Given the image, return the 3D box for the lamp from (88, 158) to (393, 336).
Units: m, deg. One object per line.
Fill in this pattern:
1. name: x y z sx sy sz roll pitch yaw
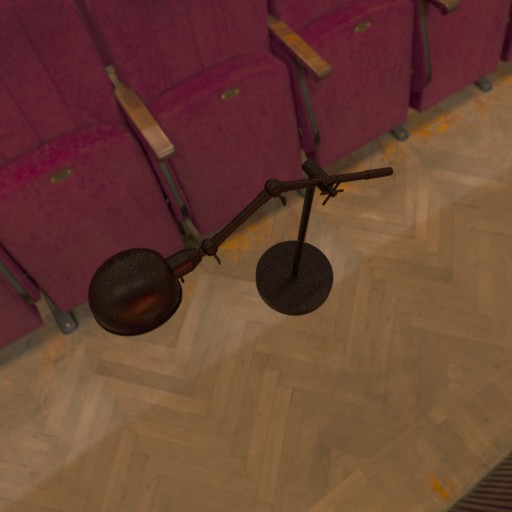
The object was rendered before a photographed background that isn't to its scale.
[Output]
1. lamp: 0.000 0.000 0.833 0.567 0.495 0.185 -30 67 -14
